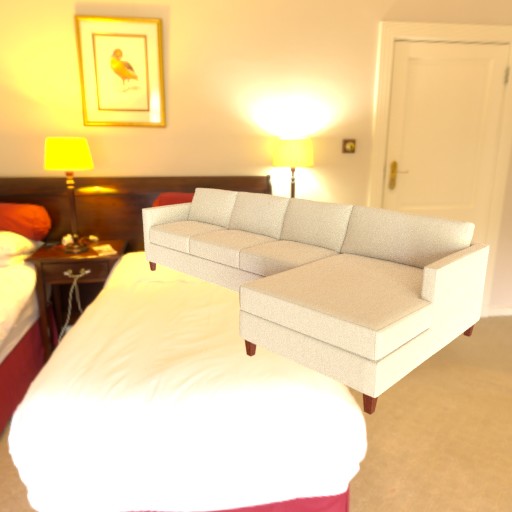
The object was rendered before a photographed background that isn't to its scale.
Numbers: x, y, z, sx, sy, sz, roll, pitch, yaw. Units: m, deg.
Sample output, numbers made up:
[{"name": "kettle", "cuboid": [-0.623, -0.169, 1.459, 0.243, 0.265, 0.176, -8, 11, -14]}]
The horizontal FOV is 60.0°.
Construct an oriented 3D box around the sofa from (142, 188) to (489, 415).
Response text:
[{"name": "sofa", "cuboid": [0.000, 0.000, 4.063, 1.599, 0.954, 3.471, -14, 20, -43]}]
